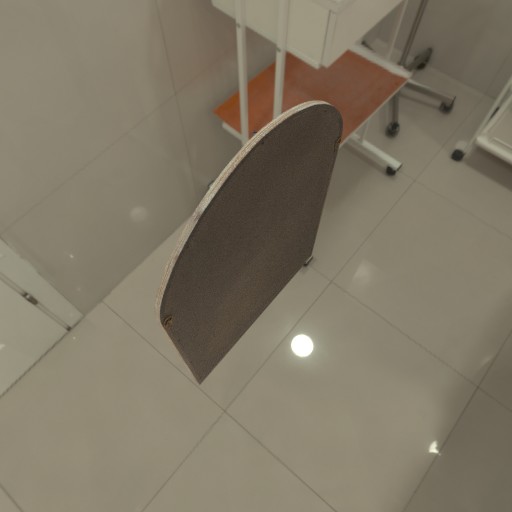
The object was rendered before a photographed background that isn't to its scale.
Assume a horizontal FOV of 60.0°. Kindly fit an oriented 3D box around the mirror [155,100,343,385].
[{"bbox_3d":[0.000,0.000,1.141,0.032,0.915,0.609,37,69,16],"label":"mirror"}]
